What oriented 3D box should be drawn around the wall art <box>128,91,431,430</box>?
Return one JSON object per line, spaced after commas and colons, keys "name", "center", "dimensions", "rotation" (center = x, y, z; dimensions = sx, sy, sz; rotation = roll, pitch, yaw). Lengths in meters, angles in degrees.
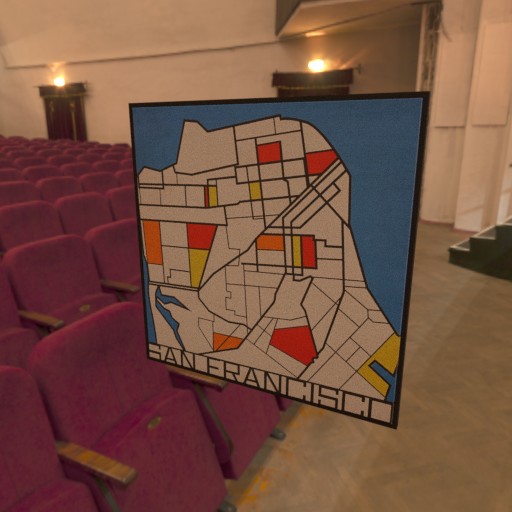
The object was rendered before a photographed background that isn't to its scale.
{"name": "wall art", "center": [0.000, 0.000, 0.680], "dimensions": [0.458, 0.457, 0.013], "rotation": [8, 17, 26]}
